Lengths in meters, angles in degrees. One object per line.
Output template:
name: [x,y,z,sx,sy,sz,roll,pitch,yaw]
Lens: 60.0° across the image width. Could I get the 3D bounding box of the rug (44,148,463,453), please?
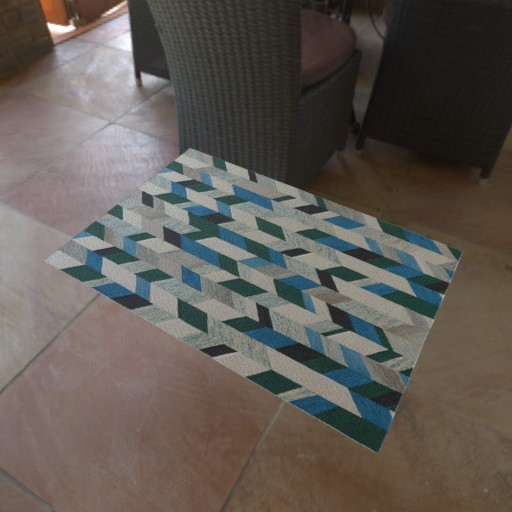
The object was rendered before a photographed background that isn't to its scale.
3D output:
rug: [0.000,0.000,2.314,1.827,0.005,1.229,25,51,21]
